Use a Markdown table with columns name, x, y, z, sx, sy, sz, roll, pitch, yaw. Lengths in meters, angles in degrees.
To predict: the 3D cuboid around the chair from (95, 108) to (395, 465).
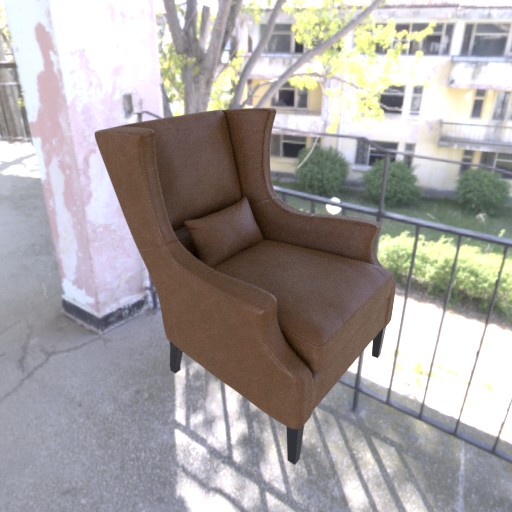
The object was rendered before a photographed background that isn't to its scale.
| name | x | y | z | sx | sy | sz | roll | pitch | yaw |
| --- | --- | --- | --- | --- | --- | --- | --- | --- | --- |
| chair | 0.000 | 0.000 | 1.740 | 0.925 | 1.016 | 0.852 | 18 | 31 | 33 |
